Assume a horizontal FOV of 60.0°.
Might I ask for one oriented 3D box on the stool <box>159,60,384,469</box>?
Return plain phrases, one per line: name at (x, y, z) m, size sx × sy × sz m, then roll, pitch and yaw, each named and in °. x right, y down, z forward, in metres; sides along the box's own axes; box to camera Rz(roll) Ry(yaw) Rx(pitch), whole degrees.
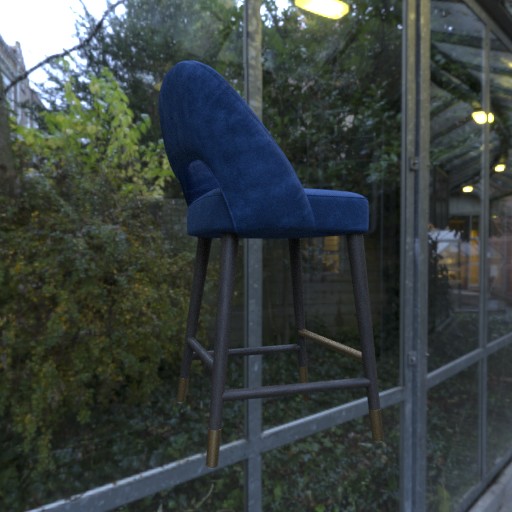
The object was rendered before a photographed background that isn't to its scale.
stool at (0.000, 0.000, 1.236) m, size 0.524 × 0.925 × 0.536 m, roll 0°, pitch 1°, yaw -18°
